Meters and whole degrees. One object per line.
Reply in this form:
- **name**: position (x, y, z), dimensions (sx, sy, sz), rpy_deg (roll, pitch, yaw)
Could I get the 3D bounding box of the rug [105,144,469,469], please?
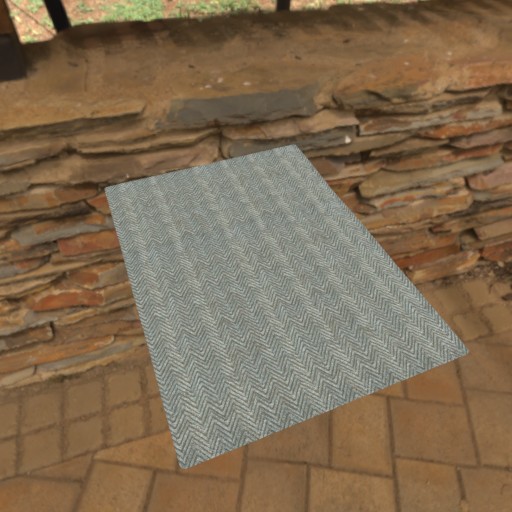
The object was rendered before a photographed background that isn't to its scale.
- **rug**: position (0.000, 0.000, 5.189), dimensions (2.894, 0.011, 3.957), rpy_deg (-16, 49, -15)
